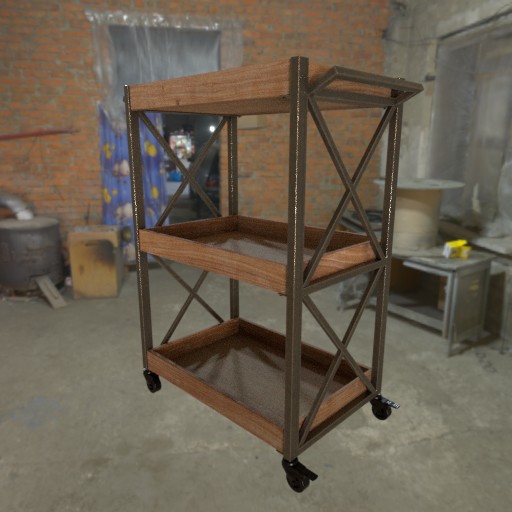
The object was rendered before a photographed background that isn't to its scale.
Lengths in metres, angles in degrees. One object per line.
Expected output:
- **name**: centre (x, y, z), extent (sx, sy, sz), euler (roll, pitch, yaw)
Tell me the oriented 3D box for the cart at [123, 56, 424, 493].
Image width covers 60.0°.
- **cart**: centre (0.000, 0.000, 1.137), extent (0.673, 0.835, 0.377), euler (14, 20, 43)
